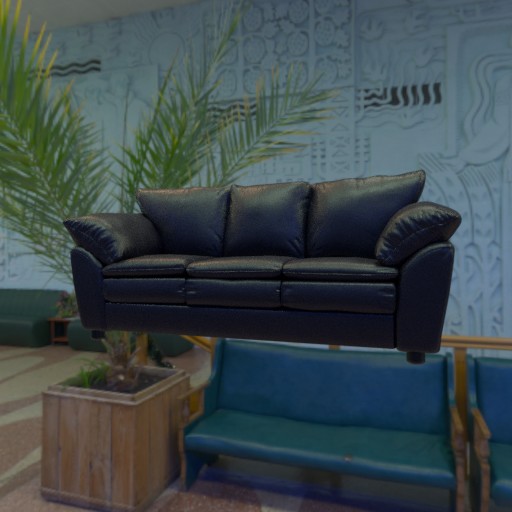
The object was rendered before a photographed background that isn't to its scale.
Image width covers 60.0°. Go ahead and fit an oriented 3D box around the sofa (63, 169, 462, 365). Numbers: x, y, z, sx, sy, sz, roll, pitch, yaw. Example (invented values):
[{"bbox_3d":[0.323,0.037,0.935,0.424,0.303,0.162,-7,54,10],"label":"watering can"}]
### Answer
[{"bbox_3d":[0.000,0.000,2.831,2.336,1.073,0.880,0,0,20],"label":"sofa"}]
